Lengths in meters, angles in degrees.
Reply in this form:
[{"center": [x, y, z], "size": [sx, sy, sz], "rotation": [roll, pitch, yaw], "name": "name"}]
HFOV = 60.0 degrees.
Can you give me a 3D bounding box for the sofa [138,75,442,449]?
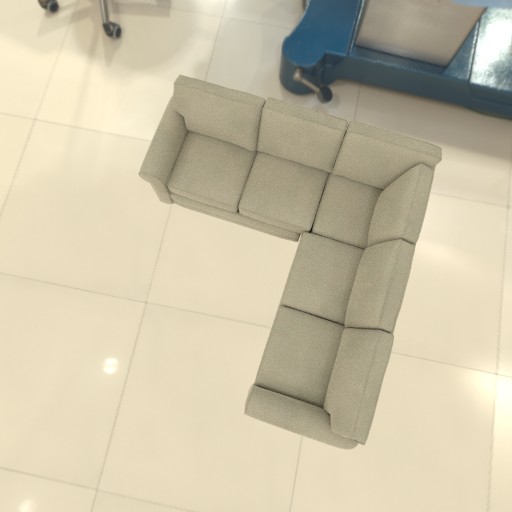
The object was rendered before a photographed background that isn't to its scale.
[{"center": [0.000, 0.000, 3.907], "size": [2.487, 1.053, 2.562], "rotation": [18, 77, 4], "name": "sofa"}]
